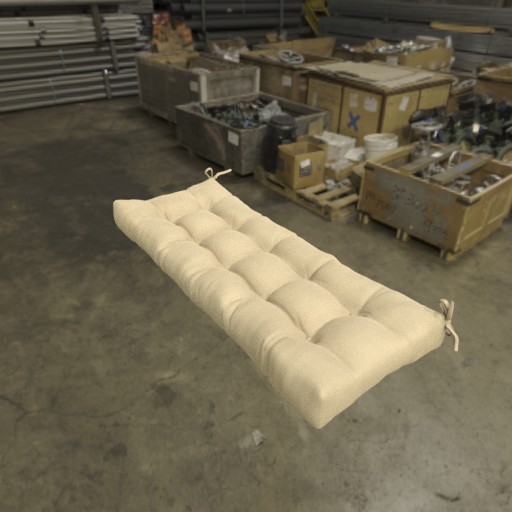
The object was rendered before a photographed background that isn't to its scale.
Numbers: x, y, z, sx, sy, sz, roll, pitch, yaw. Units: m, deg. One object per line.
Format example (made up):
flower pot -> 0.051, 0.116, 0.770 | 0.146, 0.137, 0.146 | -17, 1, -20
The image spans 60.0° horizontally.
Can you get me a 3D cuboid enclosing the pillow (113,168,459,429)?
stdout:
pillow -> 0.000, 0.000, 1.377 | 0.511, 0.174, 1.194 | -21, 38, -30
